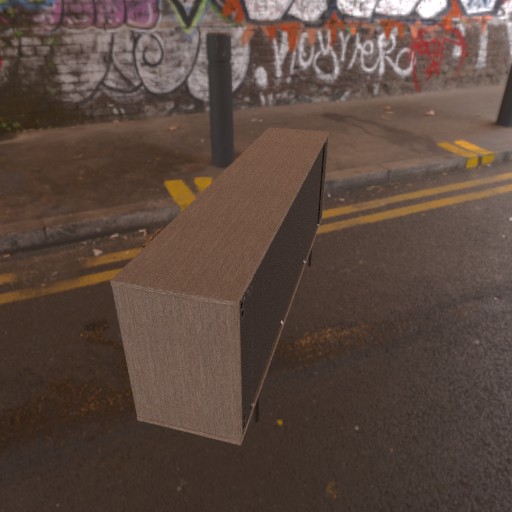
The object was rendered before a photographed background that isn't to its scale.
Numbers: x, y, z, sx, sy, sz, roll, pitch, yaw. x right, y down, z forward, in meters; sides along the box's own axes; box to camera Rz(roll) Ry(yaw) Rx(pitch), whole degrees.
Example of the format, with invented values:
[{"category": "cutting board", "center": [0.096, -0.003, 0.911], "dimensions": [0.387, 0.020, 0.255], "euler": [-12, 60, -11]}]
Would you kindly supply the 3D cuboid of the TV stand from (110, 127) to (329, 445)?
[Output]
[{"category": "TV stand", "center": [0.000, 0.000, 2.150], "dimensions": [0.405, 0.787, 1.804], "euler": [8, 31, 14]}]
